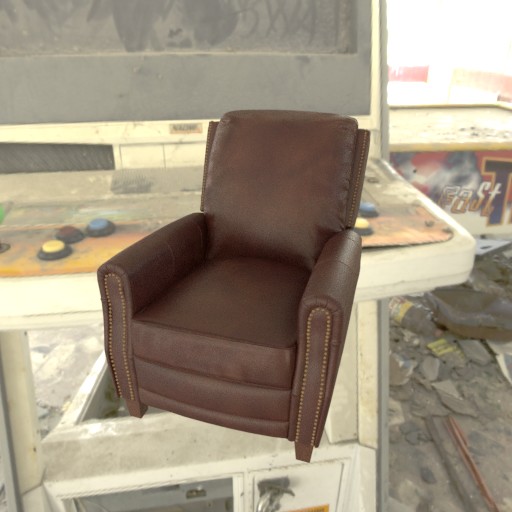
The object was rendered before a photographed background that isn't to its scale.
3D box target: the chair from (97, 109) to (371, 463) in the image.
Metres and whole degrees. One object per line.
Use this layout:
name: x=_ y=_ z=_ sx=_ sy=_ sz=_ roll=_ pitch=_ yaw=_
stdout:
chair: x=0.000 y=0.000 z=1.791 sx=0.826 sy=1.022 sz=1.089 roll=8 pitch=27 yaw=16
